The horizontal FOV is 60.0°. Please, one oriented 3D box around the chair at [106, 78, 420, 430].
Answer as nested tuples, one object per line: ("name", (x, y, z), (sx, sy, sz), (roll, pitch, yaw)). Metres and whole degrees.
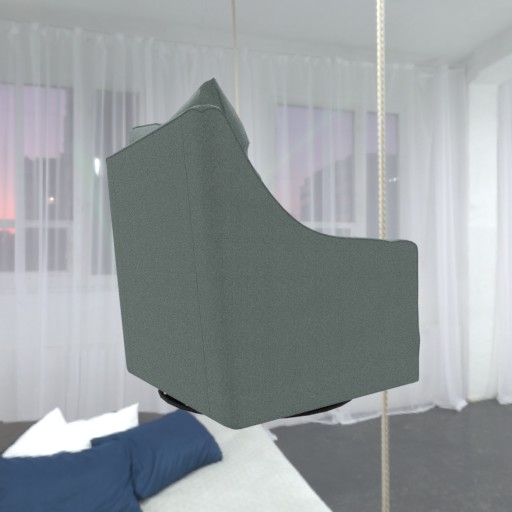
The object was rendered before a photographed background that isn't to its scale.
("chair", (0.000, 0.000, 1.594), (0.870, 0.926, 0.760), (1, -1, -36))
